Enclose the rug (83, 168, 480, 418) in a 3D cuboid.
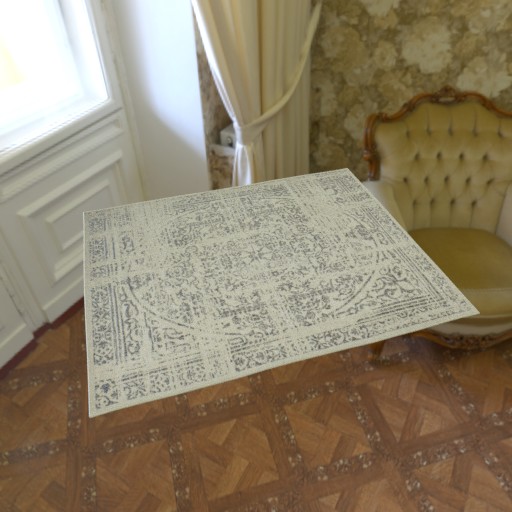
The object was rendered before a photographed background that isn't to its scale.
[{"bbox_3d":[0.000,0.000,3.918,2.921,0.032,2.311,-12,43,-13],"label":"rug"}]
